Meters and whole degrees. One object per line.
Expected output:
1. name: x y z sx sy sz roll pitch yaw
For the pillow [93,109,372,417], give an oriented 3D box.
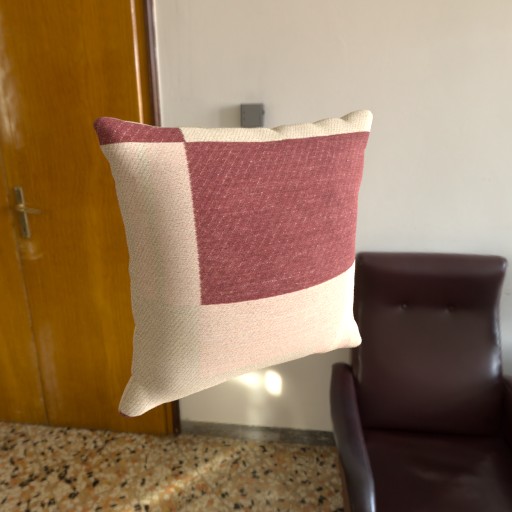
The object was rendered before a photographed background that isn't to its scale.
1. pillow: 0.000 0.000 0.808 0.536 0.506 0.229 -10 21 -27
